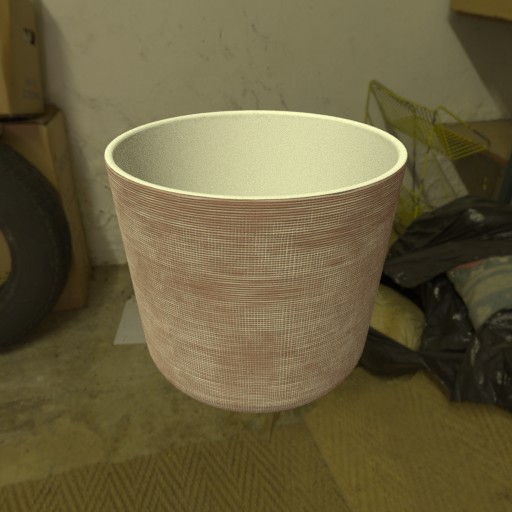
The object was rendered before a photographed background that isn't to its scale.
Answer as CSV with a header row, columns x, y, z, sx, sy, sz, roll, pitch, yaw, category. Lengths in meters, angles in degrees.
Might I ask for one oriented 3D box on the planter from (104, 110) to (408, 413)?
x,y,z,sx,sy,sz,roll,pitch,yaw,category
0.000,0.000,0.769,0.440,0.398,0.440,0,30,0,planter
